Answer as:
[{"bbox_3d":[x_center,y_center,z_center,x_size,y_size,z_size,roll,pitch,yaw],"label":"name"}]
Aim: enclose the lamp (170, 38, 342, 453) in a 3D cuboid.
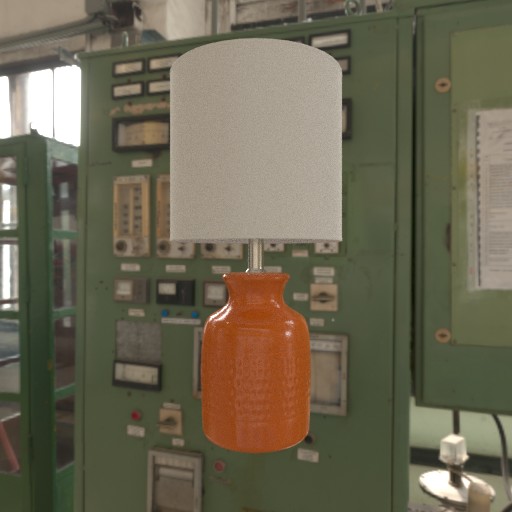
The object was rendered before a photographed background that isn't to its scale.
[{"bbox_3d":[0.000,0.000,1.095,0.418,0.871,0.418,0,0,18],"label":"lamp"}]
